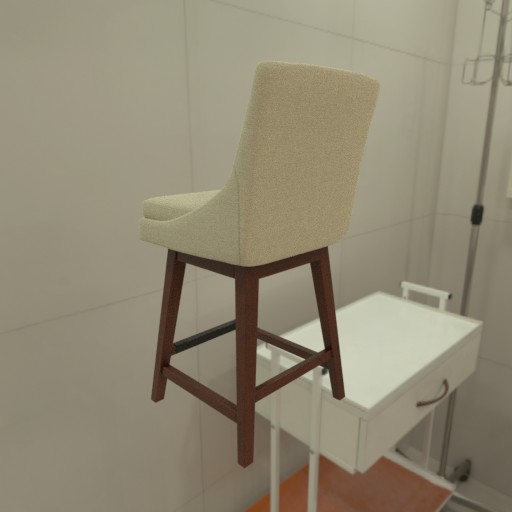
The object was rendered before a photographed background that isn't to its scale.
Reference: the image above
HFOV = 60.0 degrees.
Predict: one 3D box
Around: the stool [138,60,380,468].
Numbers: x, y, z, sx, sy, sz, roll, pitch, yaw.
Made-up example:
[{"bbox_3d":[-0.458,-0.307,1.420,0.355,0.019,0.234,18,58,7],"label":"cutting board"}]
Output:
[{"bbox_3d":[0.000,0.000,1.321,0.559,0.991,0.469,15,21,43],"label":"stool"}]
